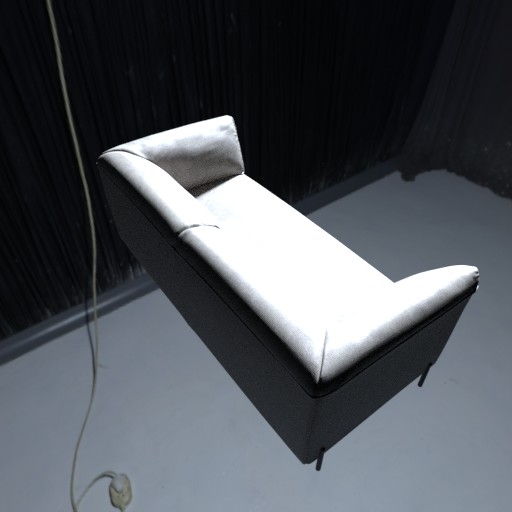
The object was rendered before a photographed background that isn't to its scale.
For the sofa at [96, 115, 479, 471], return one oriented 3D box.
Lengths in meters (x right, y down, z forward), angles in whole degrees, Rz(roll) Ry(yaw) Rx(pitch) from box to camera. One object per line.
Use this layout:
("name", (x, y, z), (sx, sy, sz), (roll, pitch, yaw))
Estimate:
("sofa", (0.000, 0.000, 2.333), (0.905, 0.747, 1.878), (-26, 48, -26))
